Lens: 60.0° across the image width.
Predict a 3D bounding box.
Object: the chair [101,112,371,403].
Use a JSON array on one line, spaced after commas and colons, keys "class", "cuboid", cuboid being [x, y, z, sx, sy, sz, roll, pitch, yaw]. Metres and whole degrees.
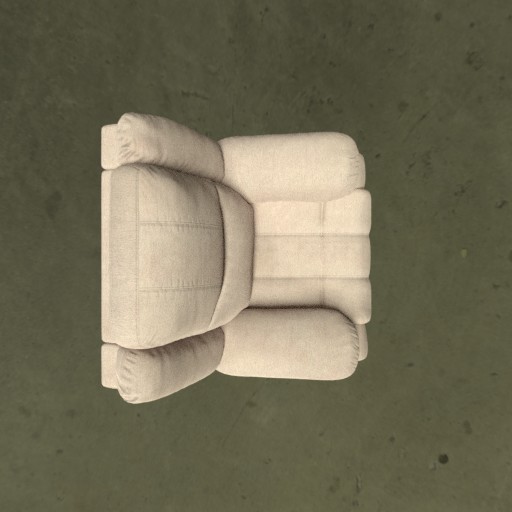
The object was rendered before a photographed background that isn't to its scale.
[{"class": "chair", "cuboid": [0.000, 0.000, 1.703, 0.944, 1.008, 0.899, 0, 90, -1]}]
